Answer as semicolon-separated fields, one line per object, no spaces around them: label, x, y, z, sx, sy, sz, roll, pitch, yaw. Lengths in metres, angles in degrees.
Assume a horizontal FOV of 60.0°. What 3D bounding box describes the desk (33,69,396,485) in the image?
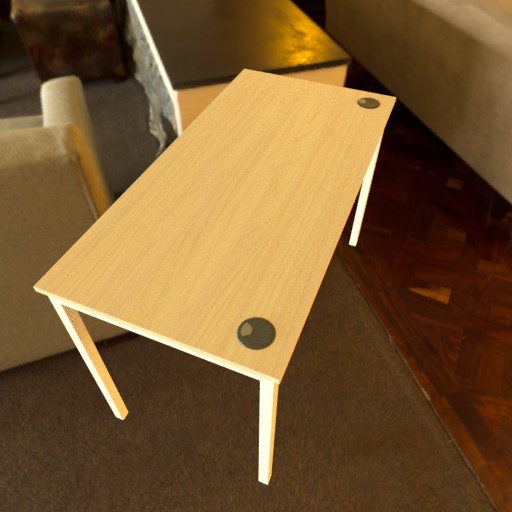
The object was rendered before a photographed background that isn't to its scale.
desk;0.000;0.000;1.580;0.600;0.750;1.200;17;50;15
